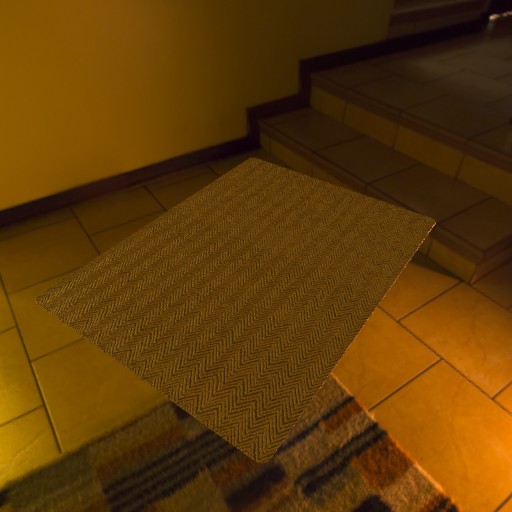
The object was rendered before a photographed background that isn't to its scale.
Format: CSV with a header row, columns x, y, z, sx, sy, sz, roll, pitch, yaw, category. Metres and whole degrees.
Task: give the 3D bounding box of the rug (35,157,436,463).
x,y,z,sx,sy,sz,roll,pitch,yaw,category
0.000,0.000,4.256,2.439,0.014,3.207,25,46,27,rug
